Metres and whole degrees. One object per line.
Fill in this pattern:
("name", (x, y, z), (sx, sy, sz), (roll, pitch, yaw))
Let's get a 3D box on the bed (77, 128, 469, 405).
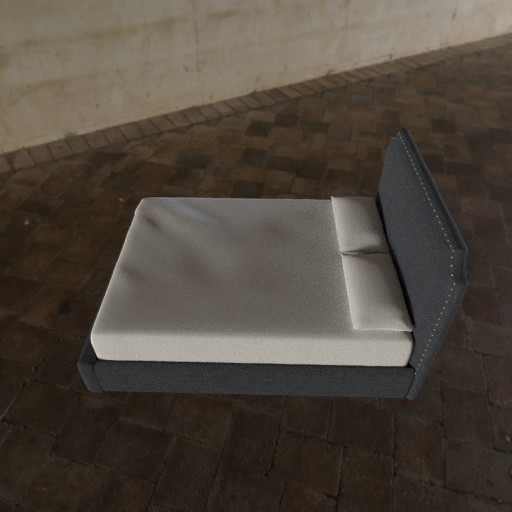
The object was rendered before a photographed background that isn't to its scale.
("bed", (0.000, 0.000, 3.395), (2.372, 1.443, 1.713), (1, 42, 1))
